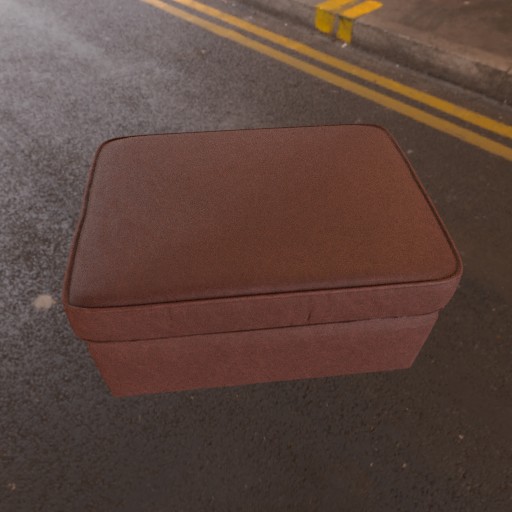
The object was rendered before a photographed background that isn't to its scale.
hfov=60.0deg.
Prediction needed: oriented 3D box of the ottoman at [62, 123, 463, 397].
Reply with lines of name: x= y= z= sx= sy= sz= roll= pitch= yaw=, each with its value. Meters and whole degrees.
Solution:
ottoman: x=0.000 y=0.000 z=1.084 sx=0.749 sy=0.449 sz=0.548 roll=-4 pitch=48 yaw=-4
